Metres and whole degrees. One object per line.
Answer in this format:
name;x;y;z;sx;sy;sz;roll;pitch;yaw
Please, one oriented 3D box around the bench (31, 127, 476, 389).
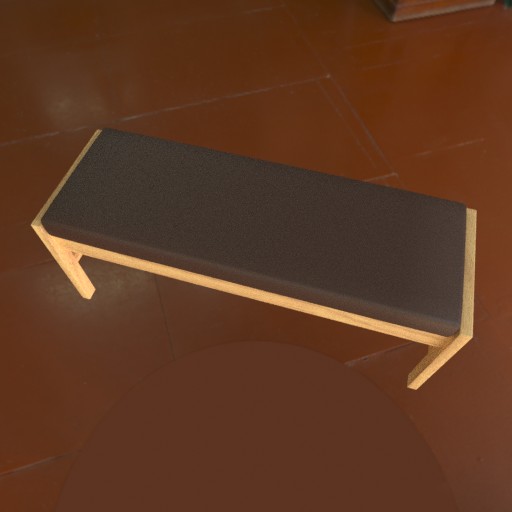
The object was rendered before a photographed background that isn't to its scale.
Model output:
bench;0.000;0.000;1.429;1.200;0.480;0.405;14;59;9
